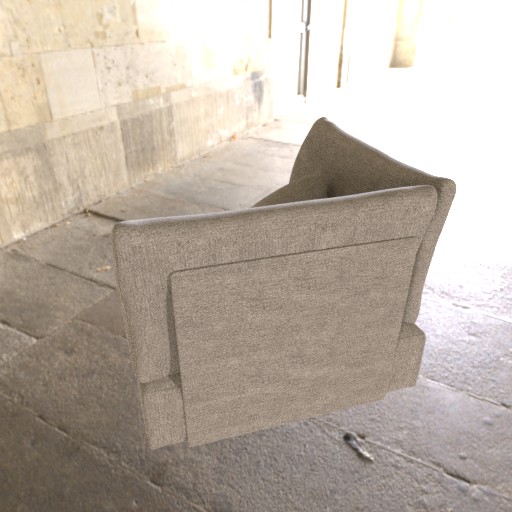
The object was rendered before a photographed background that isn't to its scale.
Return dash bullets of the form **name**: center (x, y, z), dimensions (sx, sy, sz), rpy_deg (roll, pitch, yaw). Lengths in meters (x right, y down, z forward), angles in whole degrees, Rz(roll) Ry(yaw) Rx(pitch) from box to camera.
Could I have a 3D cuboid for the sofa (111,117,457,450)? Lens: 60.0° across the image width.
- **sofa**: center (0.000, 0.000, 1.722), dimensions (1.000, 0.820, 1.000), rpy_deg (-8, 30, -14)
